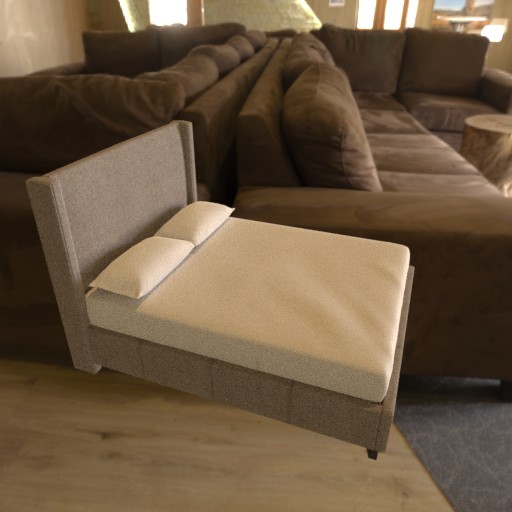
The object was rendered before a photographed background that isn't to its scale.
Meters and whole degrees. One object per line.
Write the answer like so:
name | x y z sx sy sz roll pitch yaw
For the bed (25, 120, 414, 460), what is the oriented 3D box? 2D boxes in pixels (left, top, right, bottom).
bed | 0.000 0.000 3.280 2.245 1.476 1.714 11 31 18
